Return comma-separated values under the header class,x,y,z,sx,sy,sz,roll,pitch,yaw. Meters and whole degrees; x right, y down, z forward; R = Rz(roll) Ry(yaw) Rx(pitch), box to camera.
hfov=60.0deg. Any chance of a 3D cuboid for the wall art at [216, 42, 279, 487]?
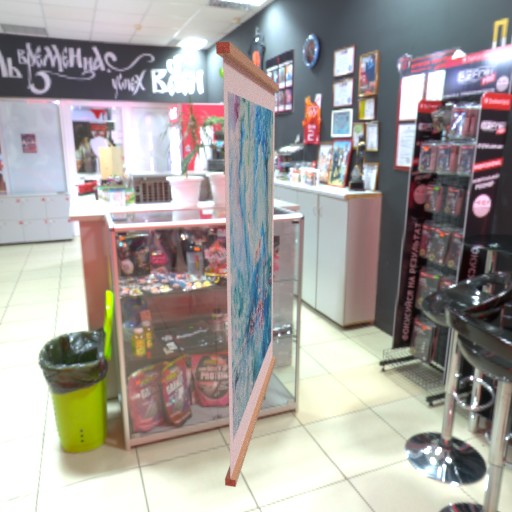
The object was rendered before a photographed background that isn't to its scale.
class,x,y,z,sx,sy,sz,roll,pitch,yaw
wall art,0.000,0.000,1.926,0.040,1.510,0.991,3,14,11
